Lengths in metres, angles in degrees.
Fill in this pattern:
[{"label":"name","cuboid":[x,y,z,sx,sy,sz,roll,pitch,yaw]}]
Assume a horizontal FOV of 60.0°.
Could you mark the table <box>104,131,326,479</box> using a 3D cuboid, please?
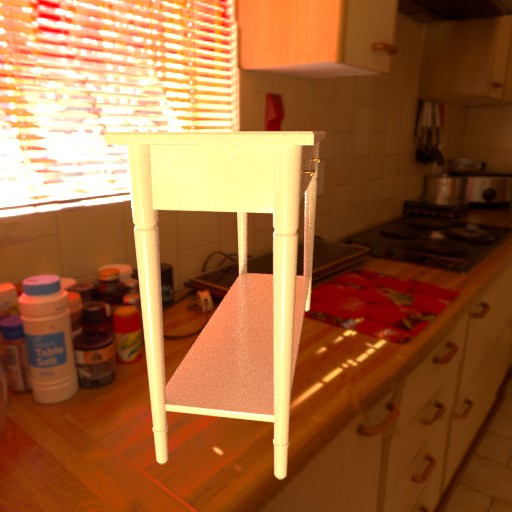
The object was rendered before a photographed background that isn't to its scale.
[{"label":"table","cuboid":[0.000,0.000,1.385,0.381,0.749,1.067,3,16,9]}]
